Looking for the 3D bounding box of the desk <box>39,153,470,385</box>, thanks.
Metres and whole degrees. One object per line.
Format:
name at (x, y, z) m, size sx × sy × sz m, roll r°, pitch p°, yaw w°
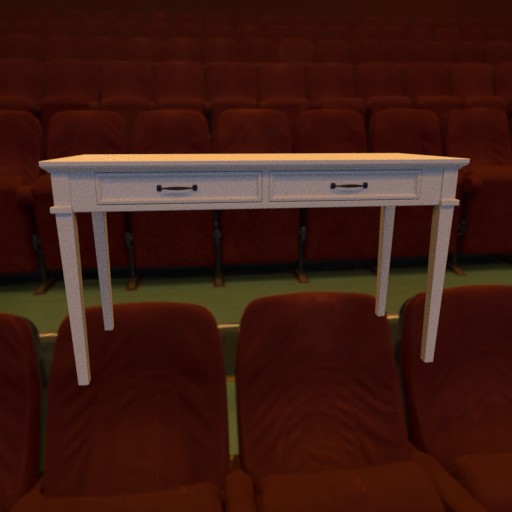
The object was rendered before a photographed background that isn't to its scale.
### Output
desk at (0.000, 0.000, 1.765) m, size 1.372 × 0.774 × 0.559 m, roll -2°, pitch 15°, yaw -7°
